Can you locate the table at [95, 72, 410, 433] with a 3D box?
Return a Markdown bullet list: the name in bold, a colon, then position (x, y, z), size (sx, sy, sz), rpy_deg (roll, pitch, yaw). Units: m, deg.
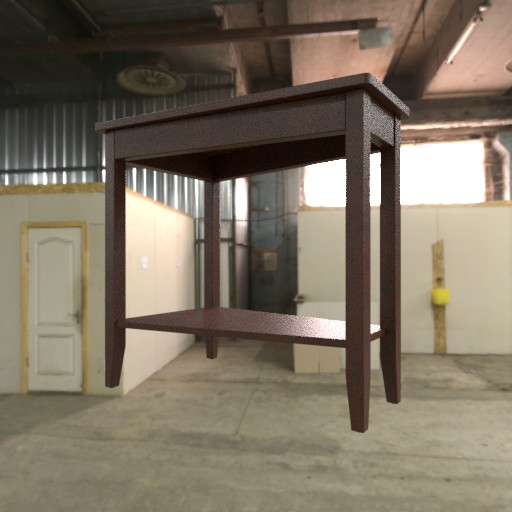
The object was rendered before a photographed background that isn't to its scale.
- **table**: position (0.000, 0.000, 0.975), size (0.605, 0.589, 0.399), rpy_deg (0, 0, 35)
